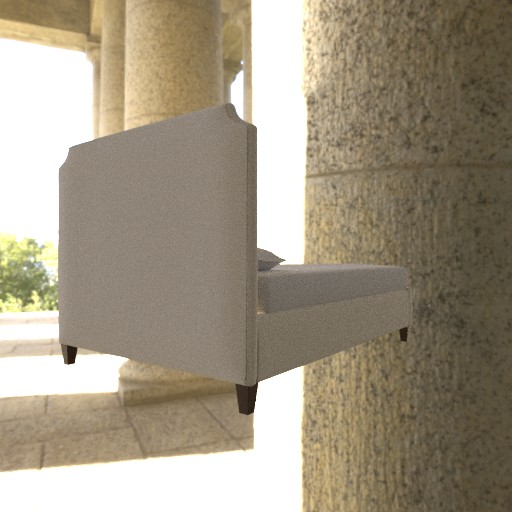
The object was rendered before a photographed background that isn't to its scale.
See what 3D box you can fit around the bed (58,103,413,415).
[{"bbox_3d":[0.000,0.000,3.475,1.712,1.497,2.372,0,0,37],"label":"bed"}]
